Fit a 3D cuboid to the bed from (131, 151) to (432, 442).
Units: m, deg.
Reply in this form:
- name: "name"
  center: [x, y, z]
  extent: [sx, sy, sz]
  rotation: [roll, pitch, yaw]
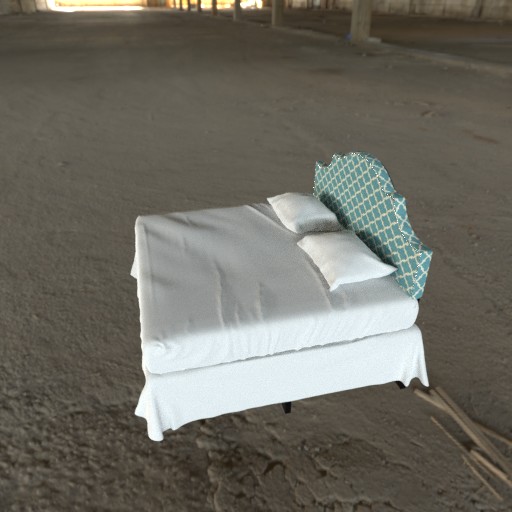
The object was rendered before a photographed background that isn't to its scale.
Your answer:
- name: "bed"
  center: [0.000, 0.000, 3.777]
  extent: [2.222, 1.601, 2.314]
  rotation: [-7, 31, -12]
